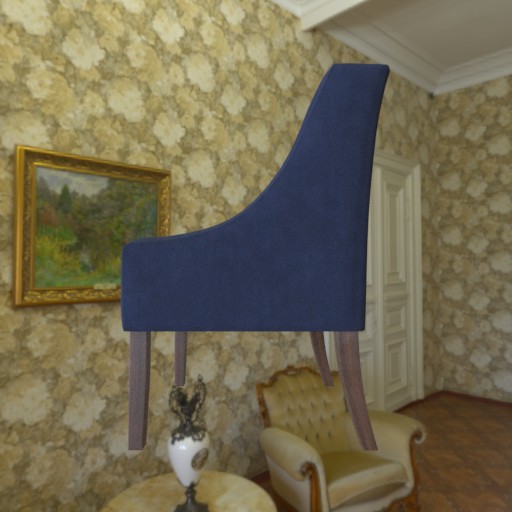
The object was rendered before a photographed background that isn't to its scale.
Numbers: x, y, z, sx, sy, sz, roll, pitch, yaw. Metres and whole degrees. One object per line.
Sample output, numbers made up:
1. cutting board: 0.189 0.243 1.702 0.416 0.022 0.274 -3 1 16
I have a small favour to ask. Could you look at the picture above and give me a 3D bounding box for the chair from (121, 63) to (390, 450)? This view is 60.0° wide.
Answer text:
1. chair: 0.000 0.000 1.311 0.629 0.895 0.629 0 -2 0
